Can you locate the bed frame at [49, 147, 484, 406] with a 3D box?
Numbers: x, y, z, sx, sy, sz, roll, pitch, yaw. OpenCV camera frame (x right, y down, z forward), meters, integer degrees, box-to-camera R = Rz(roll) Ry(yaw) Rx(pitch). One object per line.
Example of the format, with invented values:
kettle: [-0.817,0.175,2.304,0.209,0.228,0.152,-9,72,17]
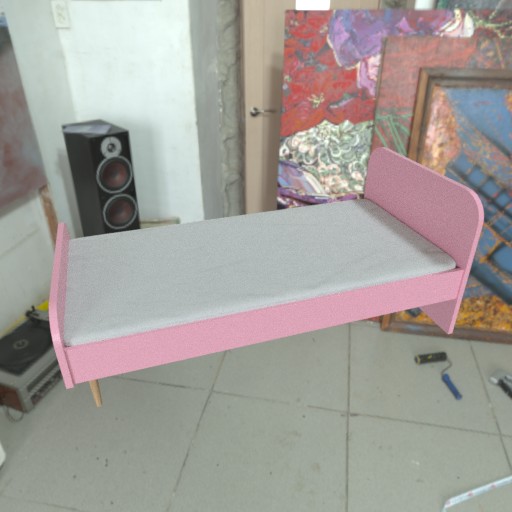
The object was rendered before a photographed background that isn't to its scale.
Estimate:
bed frame: [0.000,0.000,2.399,1.963,0.805,0.998,-9,31,-16]
